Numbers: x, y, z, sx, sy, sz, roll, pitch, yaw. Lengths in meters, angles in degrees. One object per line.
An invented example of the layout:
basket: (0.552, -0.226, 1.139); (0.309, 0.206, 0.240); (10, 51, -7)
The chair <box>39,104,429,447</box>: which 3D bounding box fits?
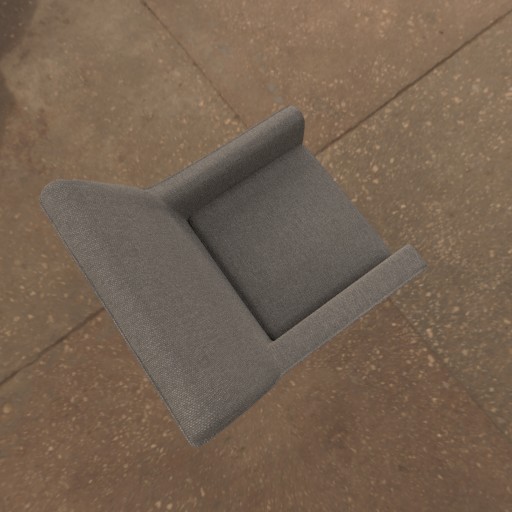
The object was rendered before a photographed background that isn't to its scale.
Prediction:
chair: (0.000, 0.000, 1.577); (0.899, 0.919, 0.780); (-34, 78, -8)
